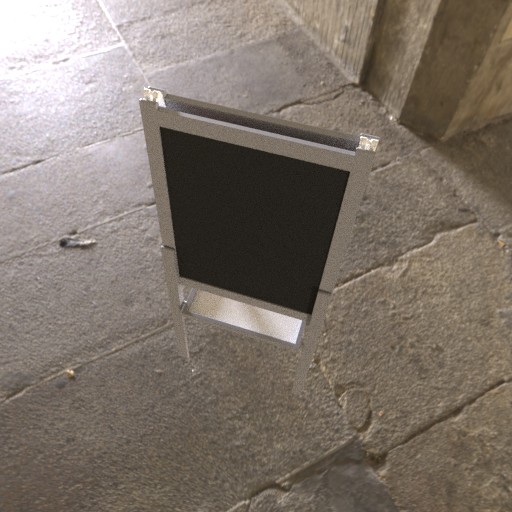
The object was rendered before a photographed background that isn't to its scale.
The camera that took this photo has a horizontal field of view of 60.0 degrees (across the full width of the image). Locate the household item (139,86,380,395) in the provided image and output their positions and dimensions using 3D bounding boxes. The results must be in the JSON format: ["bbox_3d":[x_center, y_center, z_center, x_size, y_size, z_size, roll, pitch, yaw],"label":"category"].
[{"bbox_3d":[0.000,0.000,1.452,0.531,1.172,0.469,15,60,9],"label":"household item"}]
